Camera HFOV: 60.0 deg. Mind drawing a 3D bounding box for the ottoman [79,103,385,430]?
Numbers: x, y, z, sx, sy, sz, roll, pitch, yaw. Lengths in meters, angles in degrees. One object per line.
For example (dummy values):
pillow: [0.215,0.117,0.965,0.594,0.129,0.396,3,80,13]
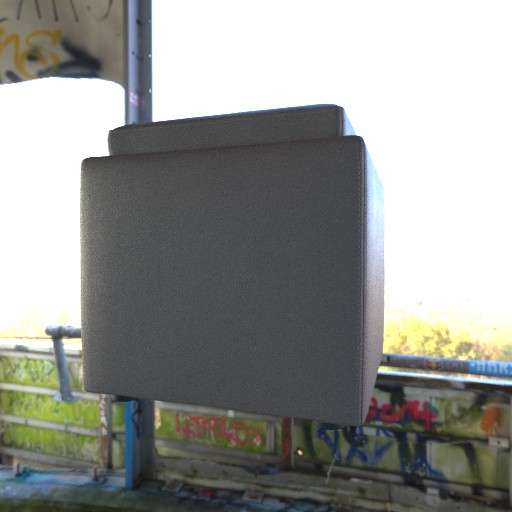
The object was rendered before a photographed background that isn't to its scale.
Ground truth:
ottoman: [0.000,0.000,0.829,0.450,0.460,0.451,0,1,19]
